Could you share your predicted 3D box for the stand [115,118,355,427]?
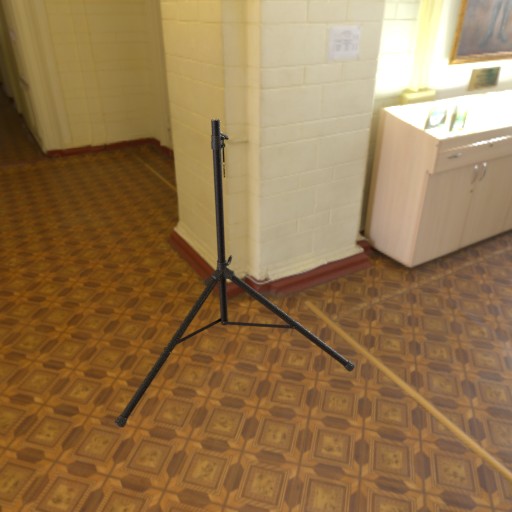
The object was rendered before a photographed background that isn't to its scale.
[{"bbox_3d":[0.000,0.000,2.695,1.339,1.595,1.596,7,30,12],"label":"stand"}]
